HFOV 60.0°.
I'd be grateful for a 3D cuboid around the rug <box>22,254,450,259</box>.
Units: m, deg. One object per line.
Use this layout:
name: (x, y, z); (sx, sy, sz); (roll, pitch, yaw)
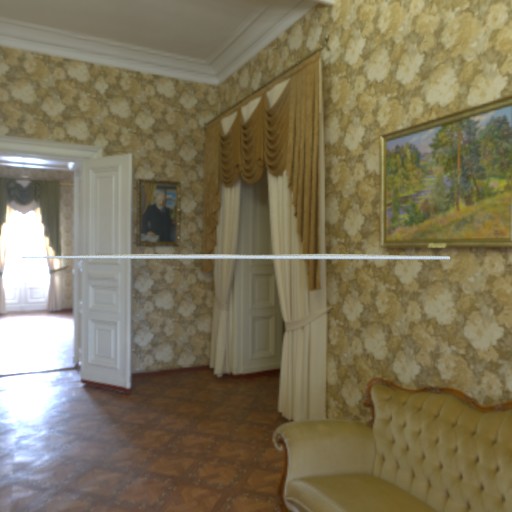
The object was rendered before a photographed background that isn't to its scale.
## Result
rug: (0.000, 0.000, 3.936); (2.921, 0.032, 2.311); (0, 0, 17)
